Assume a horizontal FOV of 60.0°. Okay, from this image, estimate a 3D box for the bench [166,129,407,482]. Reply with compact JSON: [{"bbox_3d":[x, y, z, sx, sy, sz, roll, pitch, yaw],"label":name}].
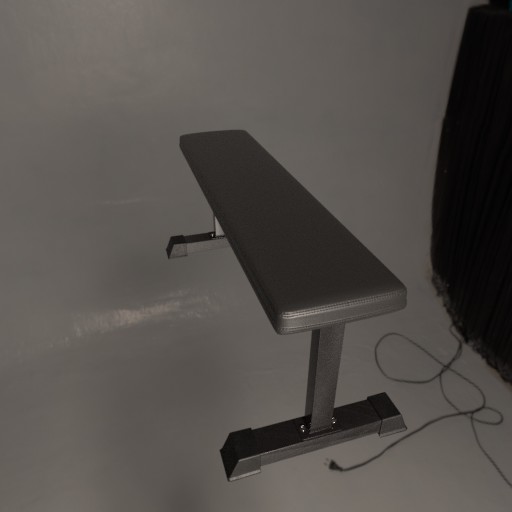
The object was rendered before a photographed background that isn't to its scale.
[{"bbox_3d":[0.000,0.000,1.291,0.439,0.453,1.072,-9,33,-15],"label":"bench"}]
